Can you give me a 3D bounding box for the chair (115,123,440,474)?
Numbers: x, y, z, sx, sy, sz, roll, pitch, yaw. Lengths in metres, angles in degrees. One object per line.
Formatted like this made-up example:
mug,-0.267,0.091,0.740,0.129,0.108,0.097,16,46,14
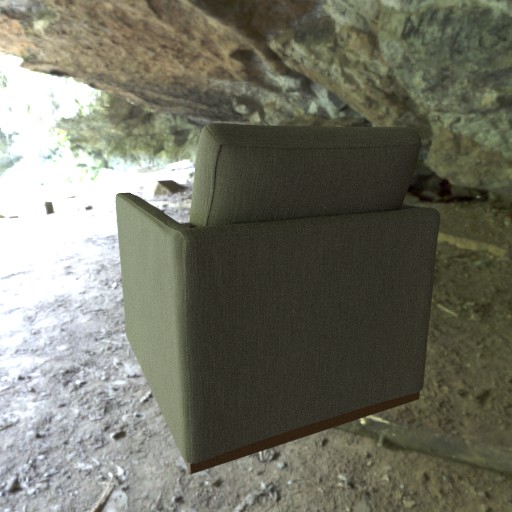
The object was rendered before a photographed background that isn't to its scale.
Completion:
chair,0.000,0.000,1.457,0.763,0.811,0.834,-7,16,-25
